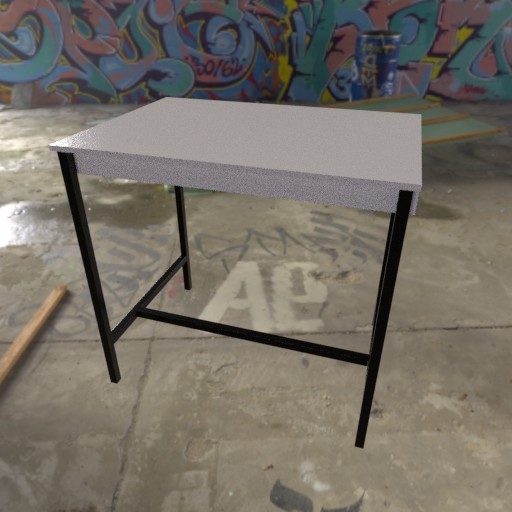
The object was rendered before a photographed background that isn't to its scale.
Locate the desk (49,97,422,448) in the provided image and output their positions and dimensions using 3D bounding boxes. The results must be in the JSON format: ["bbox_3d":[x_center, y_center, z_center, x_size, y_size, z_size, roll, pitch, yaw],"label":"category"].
[{"bbox_3d":[0.000,0.000,1.336,0.811,0.766,0.573,9,32,15],"label":"desk"}]
